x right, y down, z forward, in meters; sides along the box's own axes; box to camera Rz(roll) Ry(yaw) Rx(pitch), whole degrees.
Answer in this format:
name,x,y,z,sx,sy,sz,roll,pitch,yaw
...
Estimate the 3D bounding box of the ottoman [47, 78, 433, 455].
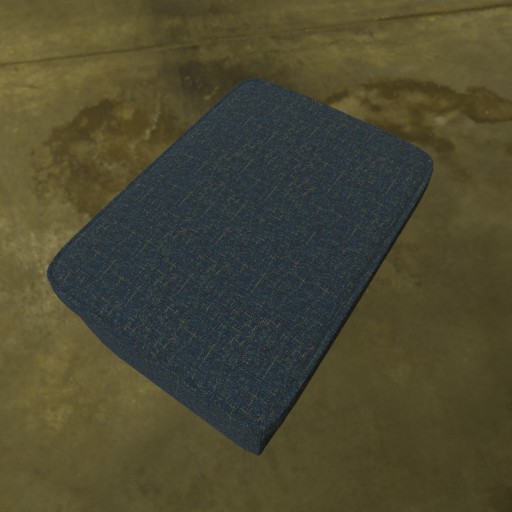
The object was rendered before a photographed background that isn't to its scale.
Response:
name,x,y,z,sx,sy,sz,roll,pitch,yaw
ottoman,0.000,0.000,1.093,0.549,0.450,0.749,30,63,17
